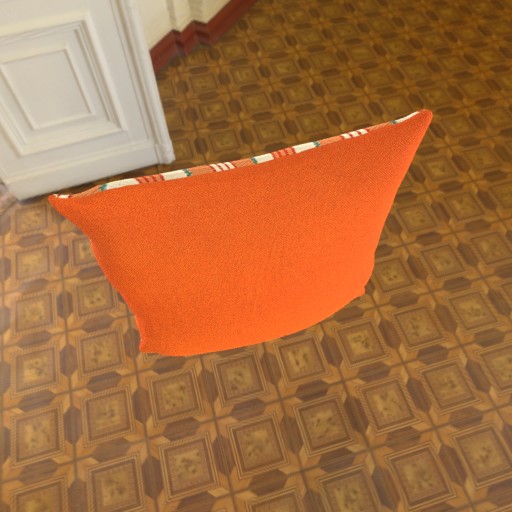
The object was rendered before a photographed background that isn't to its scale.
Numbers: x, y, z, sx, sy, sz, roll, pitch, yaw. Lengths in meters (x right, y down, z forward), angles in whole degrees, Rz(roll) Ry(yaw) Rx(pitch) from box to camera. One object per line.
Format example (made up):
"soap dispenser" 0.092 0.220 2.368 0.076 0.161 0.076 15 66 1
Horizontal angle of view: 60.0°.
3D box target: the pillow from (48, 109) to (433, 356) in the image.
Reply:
"pillow" 0.000 0.000 0.658 0.440 0.441 0.182 -14 59 -9
